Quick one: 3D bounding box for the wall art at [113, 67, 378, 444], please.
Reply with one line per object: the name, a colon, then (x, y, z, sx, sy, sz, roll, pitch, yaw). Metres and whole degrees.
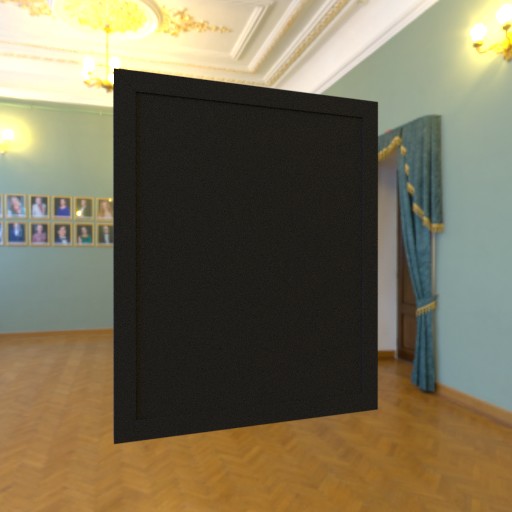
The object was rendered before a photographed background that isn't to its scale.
wall art: (0.000, 0.000, 0.746, 0.457, 0.559, 0.033, 0, 0, -19)
